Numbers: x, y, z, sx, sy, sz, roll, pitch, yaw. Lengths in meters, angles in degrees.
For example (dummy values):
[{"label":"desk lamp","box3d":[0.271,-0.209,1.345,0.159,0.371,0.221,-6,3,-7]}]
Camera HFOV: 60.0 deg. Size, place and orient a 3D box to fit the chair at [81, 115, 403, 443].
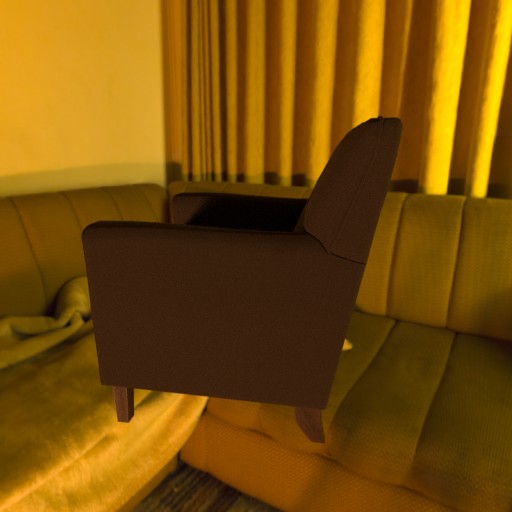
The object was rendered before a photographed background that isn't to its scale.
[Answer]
[{"label":"chair","box3d":[0.000,0.000,1.571,0.831,0.911,0.836,3,15,9]}]
